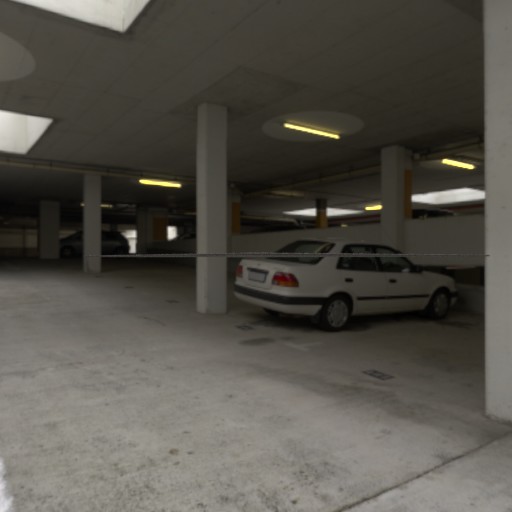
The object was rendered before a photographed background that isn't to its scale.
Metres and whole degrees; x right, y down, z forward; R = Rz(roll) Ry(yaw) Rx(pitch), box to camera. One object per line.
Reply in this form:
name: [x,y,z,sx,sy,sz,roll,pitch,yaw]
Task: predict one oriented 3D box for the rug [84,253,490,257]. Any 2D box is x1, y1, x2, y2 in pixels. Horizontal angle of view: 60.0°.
rug: [0.000,0.000,2.901,1.600,0.008,2.235,0,0,-36]
